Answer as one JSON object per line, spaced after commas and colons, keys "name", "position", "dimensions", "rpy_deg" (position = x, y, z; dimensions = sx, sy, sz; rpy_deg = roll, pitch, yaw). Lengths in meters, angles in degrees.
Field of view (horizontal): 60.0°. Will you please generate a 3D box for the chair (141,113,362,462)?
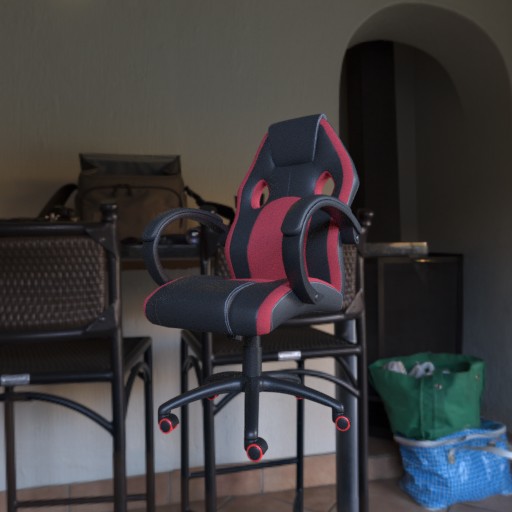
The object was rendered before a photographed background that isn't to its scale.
{"name": "chair", "position": [0.000, 0.000, 1.629], "dimensions": [0.673, 1.187, 0.724], "rpy_deg": [-1, -1, 35]}
